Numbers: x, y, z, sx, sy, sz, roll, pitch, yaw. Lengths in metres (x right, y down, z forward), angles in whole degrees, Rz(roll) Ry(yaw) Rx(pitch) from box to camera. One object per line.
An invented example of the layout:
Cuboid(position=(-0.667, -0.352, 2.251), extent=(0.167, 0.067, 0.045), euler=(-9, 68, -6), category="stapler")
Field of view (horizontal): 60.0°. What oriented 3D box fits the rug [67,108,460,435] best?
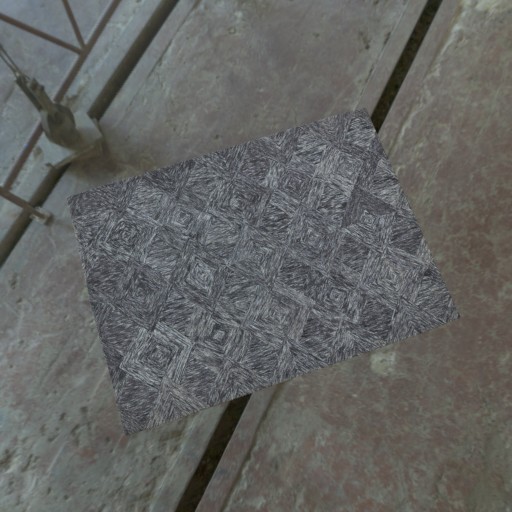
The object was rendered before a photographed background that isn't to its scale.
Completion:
Cuboid(position=(0.000, 0.000, 5.404), extent=(4.093, 0.020, 2.997), euler=(-18, 76, -5), category="rug")
